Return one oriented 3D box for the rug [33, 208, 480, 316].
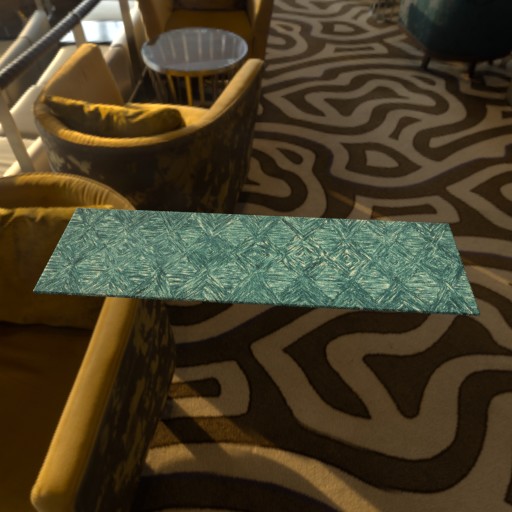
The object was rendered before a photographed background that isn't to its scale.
[{"bbox_3d":[0.000,0.000,2.490,2.286,0.016,0.676,3,47,3],"label":"rug"}]
